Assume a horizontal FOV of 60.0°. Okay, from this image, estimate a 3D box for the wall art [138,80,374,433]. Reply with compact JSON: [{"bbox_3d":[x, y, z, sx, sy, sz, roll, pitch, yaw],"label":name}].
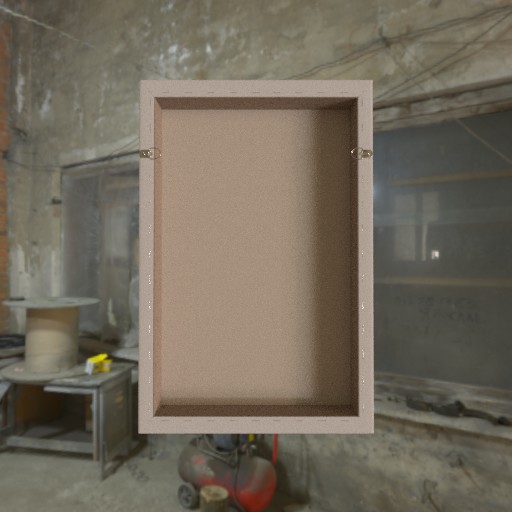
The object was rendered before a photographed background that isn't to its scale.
[{"bbox_3d":[0.000,0.000,0.496,0.252,0.381,0.039,0,-1,0],"label":"wall art"}]
